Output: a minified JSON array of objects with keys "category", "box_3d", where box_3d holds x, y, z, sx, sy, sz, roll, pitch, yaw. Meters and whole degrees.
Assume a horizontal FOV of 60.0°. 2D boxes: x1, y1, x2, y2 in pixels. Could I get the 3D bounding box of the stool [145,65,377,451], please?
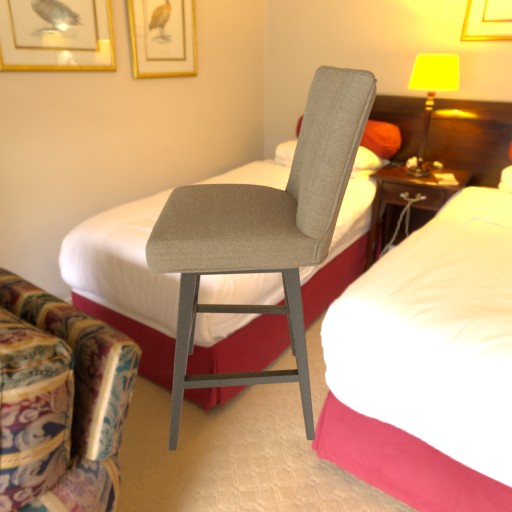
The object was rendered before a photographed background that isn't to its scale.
[{"category":"stool","box_3d":[0.000,0.000,1.386,0.574,1.086,0.514,-1,24,-2]}]
